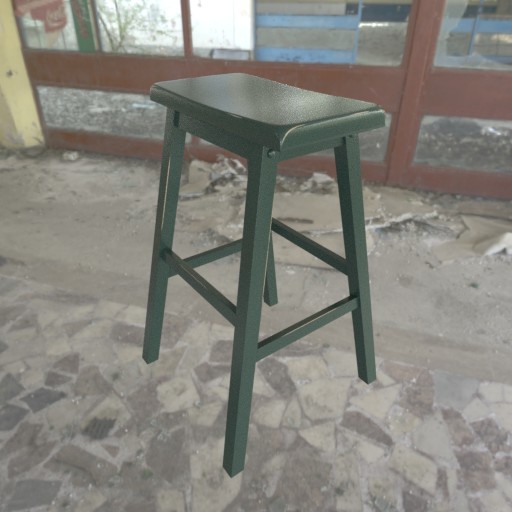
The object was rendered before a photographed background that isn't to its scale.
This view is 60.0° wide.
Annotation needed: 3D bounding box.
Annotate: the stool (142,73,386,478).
[{"bbox_3d":[0.000,0.000,1.048,0.476,0.737,0.457,-21,37,-31],"label":"stool"}]
